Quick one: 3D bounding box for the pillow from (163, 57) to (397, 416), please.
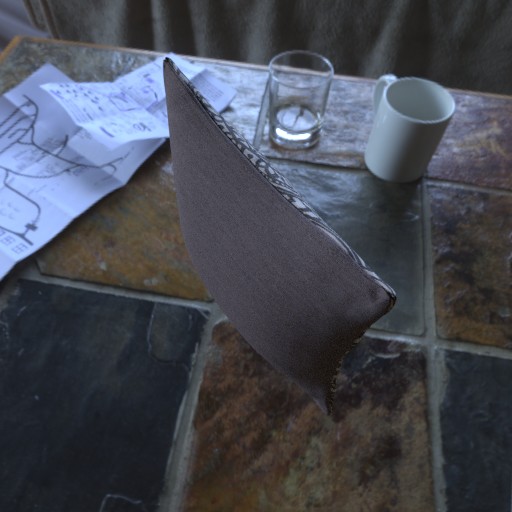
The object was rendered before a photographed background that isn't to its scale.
[{"bbox_3d":[0.000,0.000,0.655,0.148,0.417,0.436,-30,62,-18],"label":"pillow"}]
